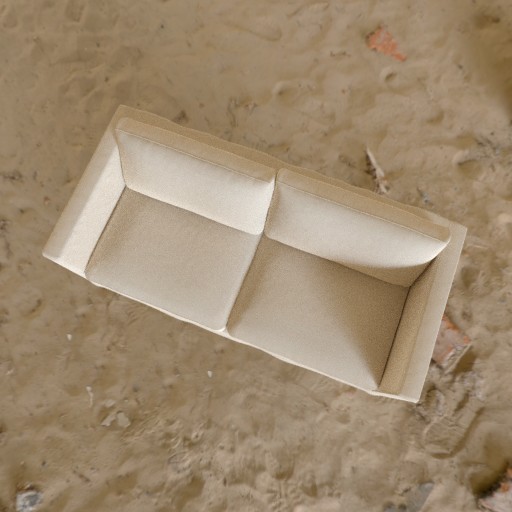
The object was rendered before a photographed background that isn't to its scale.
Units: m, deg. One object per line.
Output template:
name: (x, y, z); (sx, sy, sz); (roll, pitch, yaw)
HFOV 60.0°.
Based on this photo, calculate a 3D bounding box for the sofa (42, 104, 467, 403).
sofa: (0.000, 0.000, 2.511); (1.987, 0.870, 0.940); (21, 77, 5)
